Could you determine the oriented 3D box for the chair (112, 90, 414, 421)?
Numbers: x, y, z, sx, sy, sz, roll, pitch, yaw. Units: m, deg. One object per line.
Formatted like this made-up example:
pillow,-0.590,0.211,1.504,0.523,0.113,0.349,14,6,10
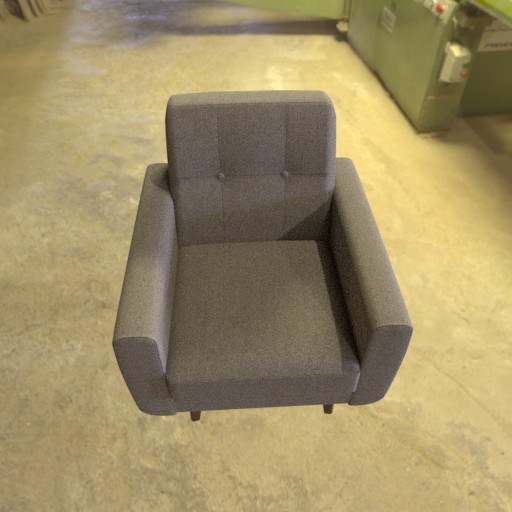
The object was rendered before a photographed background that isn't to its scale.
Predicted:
chair,0.000,0.000,1.569,0.831,0.839,0.907,-2,45,-2
